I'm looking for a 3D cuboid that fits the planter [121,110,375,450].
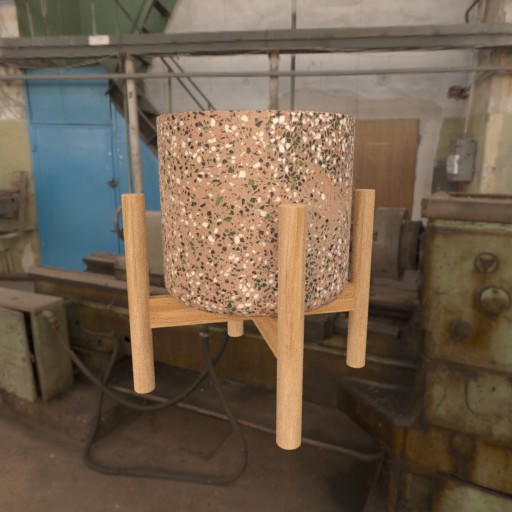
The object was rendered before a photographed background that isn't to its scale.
[{"bbox_3d":[0.000,0.000,0.542,0.284,0.320,0.284,2,13,9],"label":"planter"}]
